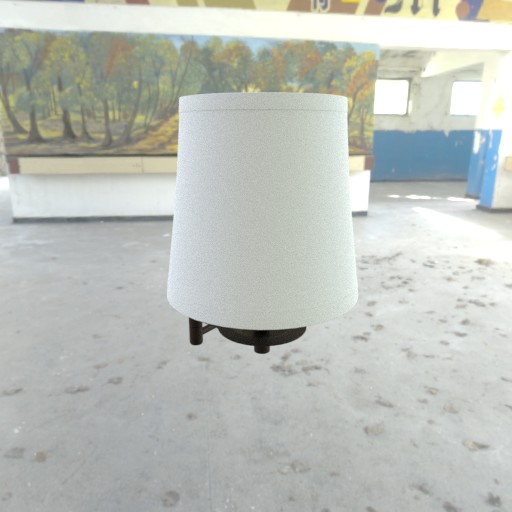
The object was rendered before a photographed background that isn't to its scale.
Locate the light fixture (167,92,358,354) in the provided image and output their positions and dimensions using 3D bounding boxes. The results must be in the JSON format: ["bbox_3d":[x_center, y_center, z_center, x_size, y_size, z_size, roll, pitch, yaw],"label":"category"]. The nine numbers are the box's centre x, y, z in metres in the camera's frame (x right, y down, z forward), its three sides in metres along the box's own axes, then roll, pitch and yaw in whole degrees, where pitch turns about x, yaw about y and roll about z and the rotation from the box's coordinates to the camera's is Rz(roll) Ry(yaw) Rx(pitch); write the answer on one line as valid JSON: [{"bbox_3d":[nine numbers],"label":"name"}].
[{"bbox_3d":[0.000,0.000,0.262,0.100,0.172,0.157,-2,16,-7],"label":"light fixture"}]
